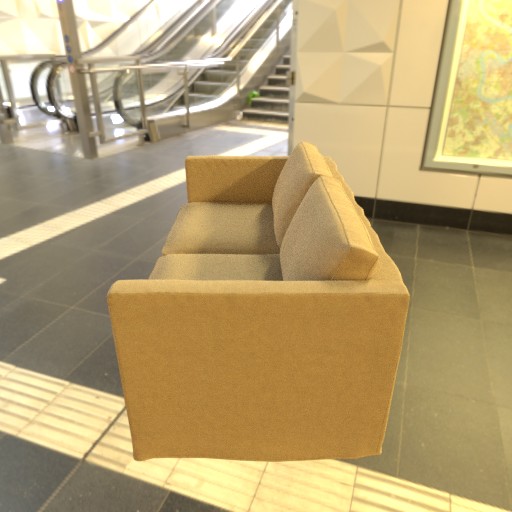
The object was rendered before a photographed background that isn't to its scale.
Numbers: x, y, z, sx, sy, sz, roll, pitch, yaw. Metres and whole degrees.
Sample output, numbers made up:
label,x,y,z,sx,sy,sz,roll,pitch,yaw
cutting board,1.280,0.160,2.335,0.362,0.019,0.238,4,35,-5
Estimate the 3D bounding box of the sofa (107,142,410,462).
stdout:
label,x,y,z,sx,sy,sz,roll,pitch,yaw
sofa,0.000,0.000,2.206,0.962,0.835,1.719,0,27,0
